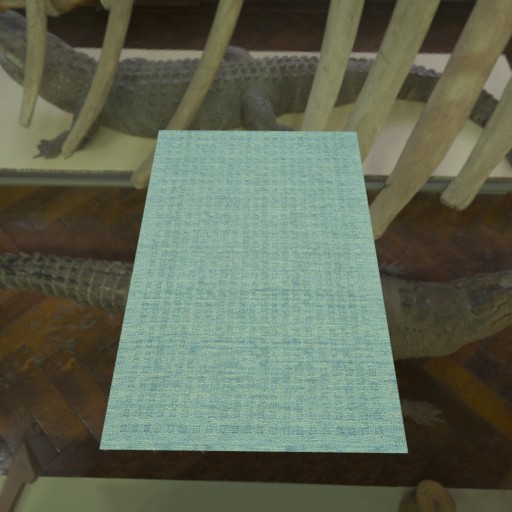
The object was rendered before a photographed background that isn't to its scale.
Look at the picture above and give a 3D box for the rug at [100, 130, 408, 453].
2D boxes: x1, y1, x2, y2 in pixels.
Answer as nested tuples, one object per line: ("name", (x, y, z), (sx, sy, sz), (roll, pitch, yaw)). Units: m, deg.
("rug", (0.000, 0.000, 2.805), (1.522, 0.006, 2.286), (1, 57, 0))
